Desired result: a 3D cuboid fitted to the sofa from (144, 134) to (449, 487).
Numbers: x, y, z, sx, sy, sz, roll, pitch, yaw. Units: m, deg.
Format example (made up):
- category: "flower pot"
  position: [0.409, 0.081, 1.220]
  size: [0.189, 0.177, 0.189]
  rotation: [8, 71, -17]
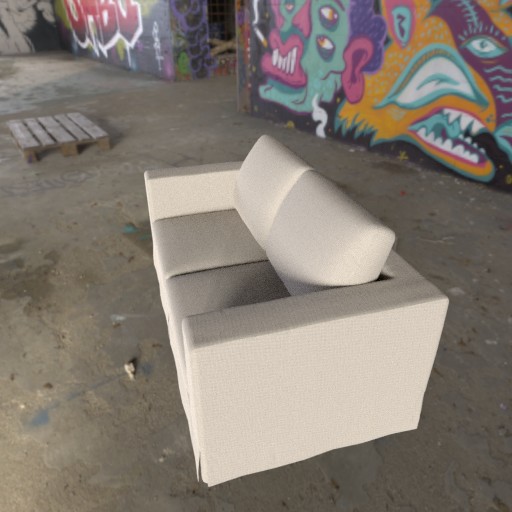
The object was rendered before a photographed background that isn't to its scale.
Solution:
- category: "sofa"
  position: [0.000, 0.000, 2.373]
  size: [1.009, 0.932, 1.813]
  rotation: [-9, 31, -15]
